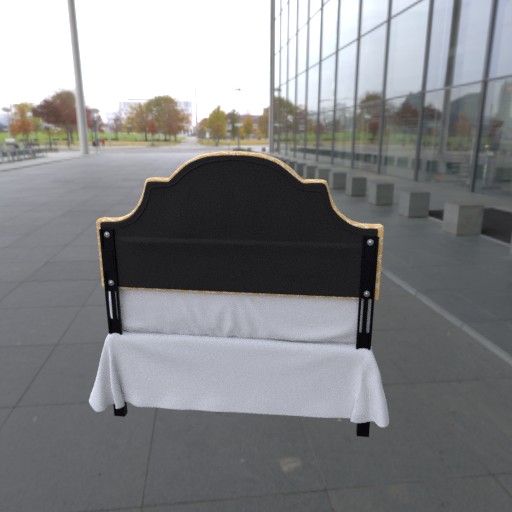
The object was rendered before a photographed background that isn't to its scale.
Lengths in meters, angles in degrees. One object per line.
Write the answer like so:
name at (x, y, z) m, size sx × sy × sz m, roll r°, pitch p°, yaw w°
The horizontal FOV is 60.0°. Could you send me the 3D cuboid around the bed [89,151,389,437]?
bed at (0.000, 0.000, 3.426) m, size 1.780 × 1.633 × 2.222 m, roll 2°, pitch 15°, yaw 7°
